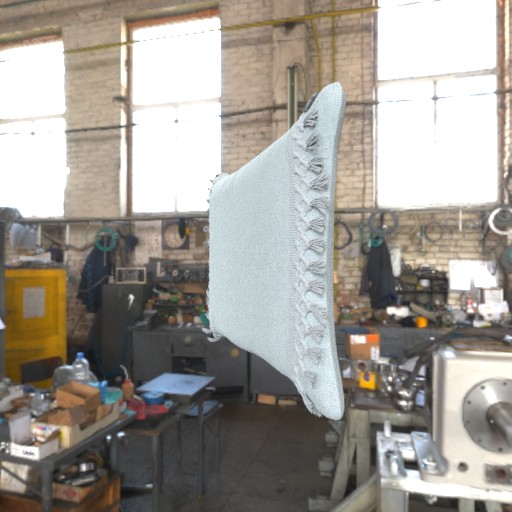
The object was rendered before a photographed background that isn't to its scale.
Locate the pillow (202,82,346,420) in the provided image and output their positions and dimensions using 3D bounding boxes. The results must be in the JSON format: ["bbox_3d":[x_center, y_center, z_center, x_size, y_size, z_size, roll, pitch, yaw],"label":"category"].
[{"bbox_3d":[0.000,0.000,0.601,0.084,0.305,0.466,0,0,-18],"label":"pillow"}]
